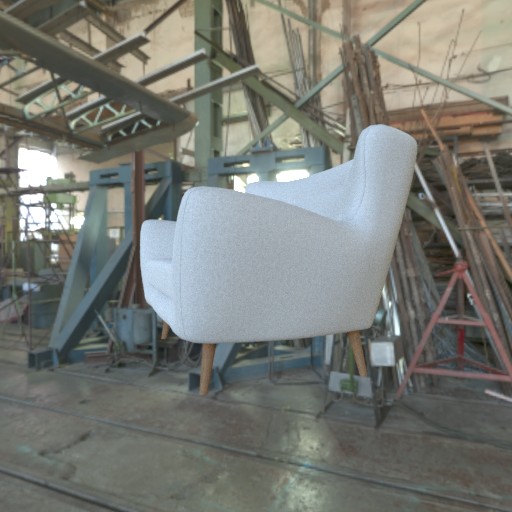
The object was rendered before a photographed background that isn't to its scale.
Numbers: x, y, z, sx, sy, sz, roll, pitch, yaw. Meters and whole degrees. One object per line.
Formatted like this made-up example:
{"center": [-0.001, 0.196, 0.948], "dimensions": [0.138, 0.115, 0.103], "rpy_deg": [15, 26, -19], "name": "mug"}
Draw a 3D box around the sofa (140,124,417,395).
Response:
{"center": [0.000, 0.000, 1.995], "dimensions": [0.921, 0.878, 1.424], "rpy_deg": [0, 1, -19], "name": "sofa"}
